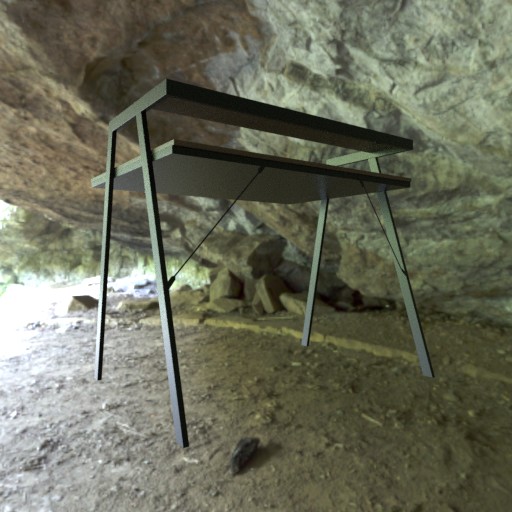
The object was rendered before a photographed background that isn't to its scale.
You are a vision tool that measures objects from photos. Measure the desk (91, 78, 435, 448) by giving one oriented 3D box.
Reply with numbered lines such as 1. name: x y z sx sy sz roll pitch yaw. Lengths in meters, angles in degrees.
1. desk: 0.000 0.000 1.869 1.143 0.998 0.936 0 0 -36
